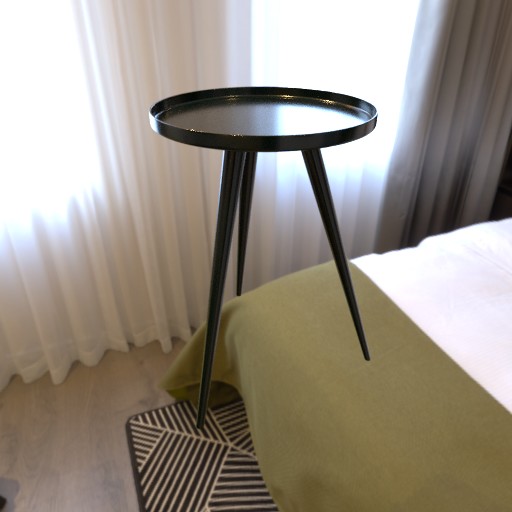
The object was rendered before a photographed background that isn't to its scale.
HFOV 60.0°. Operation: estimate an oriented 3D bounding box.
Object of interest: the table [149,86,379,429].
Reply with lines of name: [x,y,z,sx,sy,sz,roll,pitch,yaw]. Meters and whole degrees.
table: [0.000,0.000,0.849,0.403,0.548,0.415,21,36,32]
